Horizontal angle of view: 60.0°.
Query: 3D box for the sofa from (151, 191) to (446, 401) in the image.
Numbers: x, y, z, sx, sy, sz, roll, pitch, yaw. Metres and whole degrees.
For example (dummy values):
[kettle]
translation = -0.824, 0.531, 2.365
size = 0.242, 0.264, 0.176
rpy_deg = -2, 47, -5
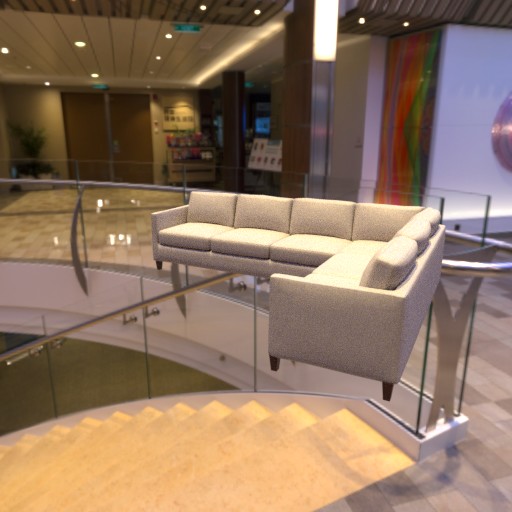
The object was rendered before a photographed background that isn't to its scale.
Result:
[sofa]
translation = 0.000, 0.000, 4.493
size = 3.333, 0.934, 2.522
rpy_deg = 8, 17, 27
